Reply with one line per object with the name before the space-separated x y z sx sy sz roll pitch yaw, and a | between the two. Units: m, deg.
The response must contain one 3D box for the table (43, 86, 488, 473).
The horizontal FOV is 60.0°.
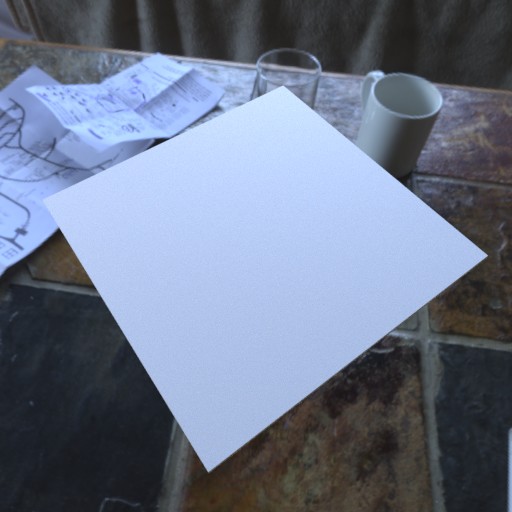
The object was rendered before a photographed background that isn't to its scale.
table | 0.000 0.000 1.367 0.890 0.305 0.890 -32 63 -19
